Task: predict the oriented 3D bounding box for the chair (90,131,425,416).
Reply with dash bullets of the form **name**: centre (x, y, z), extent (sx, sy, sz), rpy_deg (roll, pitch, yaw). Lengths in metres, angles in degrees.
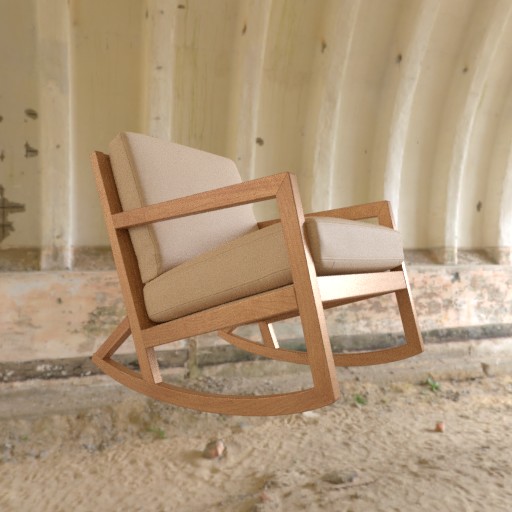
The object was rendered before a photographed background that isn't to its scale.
- **chair**: centre (0.000, 0.000, 1.398), extent (0.857, 0.790, 0.622), rpy_deg (0, 0, 37)
